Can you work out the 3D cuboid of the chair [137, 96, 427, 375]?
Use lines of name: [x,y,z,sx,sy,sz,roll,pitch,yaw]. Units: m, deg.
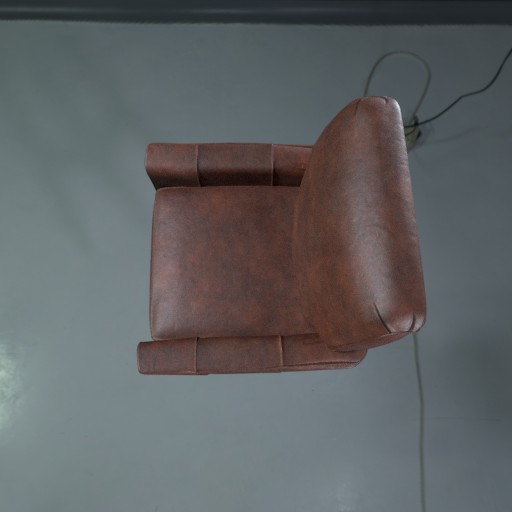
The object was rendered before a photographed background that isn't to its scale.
chair: [0.000,0.000,1.643,0.836,1.043,0.843,-2,75,0]
